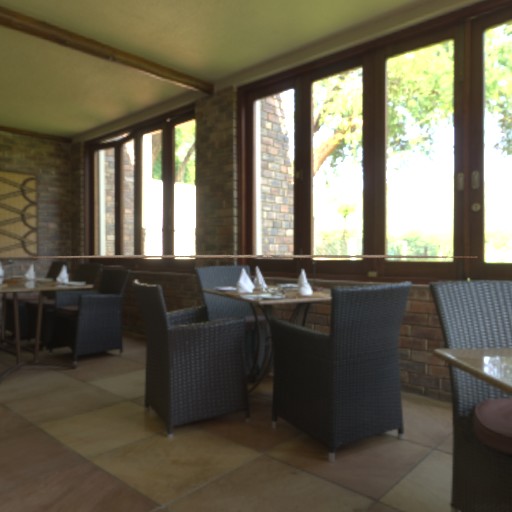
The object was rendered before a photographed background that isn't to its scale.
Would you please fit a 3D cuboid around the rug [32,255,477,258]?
[{"bbox_3d":[0.000,0.000,4.235,3.045,0.011,2.436,0,0,1],"label":"rug"}]
